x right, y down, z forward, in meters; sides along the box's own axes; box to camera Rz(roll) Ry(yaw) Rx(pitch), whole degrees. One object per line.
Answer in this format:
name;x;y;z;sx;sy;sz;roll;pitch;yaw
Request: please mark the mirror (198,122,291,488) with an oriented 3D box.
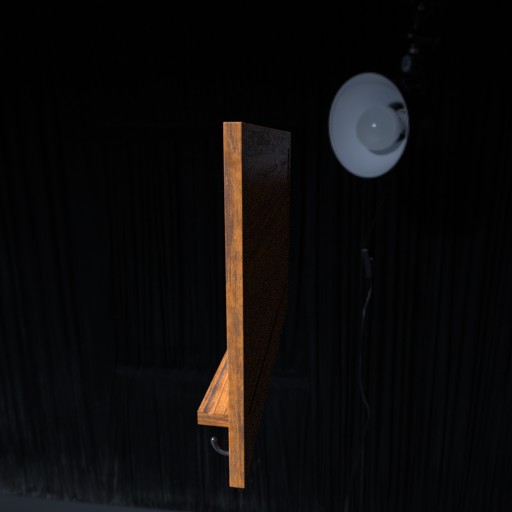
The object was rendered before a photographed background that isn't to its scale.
mirror;0.000;0.000;0.977;0.084;0.537;0.758;2;15;9
